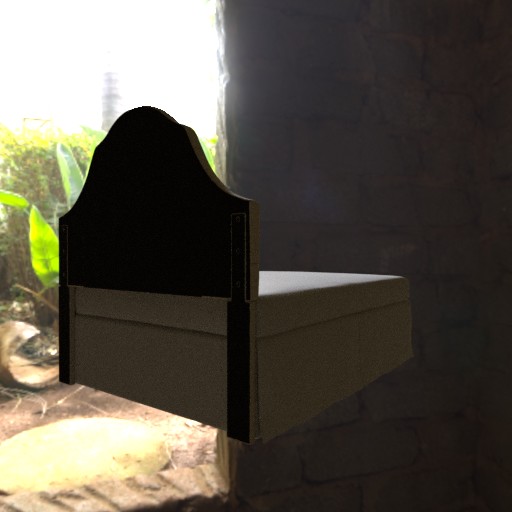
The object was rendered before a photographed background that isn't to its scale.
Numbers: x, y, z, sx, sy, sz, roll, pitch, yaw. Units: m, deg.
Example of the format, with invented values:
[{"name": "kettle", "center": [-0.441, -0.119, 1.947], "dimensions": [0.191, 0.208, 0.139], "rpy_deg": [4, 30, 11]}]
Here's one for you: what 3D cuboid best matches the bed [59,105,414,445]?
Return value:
[{"name": "bed", "center": [0.000, 0.000, 3.147], "dimensions": [1.627, 1.575, 2.092], "rpy_deg": [0, 1, 37]}]
